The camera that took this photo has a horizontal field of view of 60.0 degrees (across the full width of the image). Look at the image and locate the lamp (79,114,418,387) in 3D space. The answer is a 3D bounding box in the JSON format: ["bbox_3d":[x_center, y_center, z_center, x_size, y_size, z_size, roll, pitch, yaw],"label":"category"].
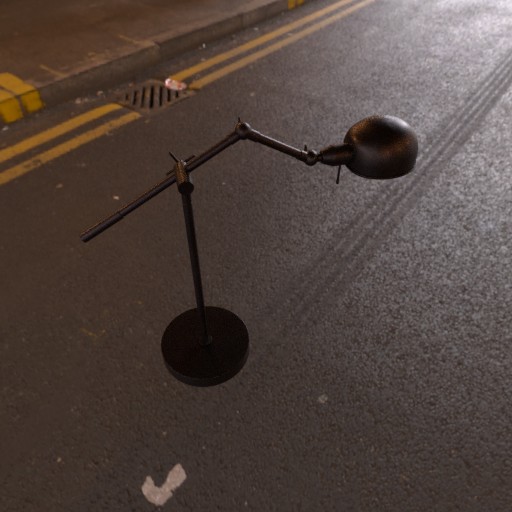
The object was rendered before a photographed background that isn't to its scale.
[{"bbox_3d":[0.000,0.000,0.799,0.567,0.495,0.185,-10,44,-10],"label":"lamp"}]
